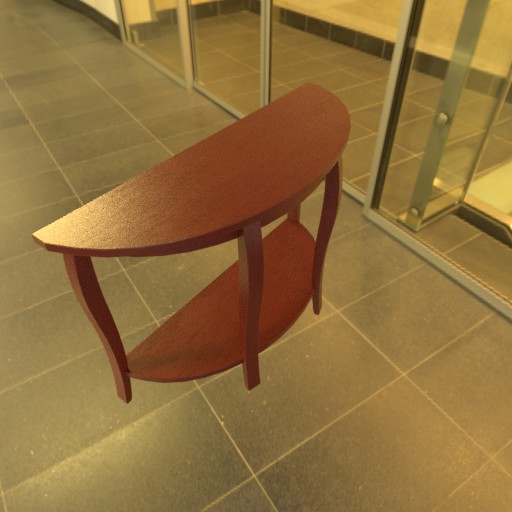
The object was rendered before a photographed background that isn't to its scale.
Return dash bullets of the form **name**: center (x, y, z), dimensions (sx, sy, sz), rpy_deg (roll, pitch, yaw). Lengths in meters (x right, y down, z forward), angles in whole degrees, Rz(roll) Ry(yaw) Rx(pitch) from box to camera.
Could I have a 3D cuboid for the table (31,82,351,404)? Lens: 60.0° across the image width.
- **table**: center (0.000, 0.000, 1.572), dimensions (0.405, 0.779, 1.219), rpy_deg (27, 48, 27)
